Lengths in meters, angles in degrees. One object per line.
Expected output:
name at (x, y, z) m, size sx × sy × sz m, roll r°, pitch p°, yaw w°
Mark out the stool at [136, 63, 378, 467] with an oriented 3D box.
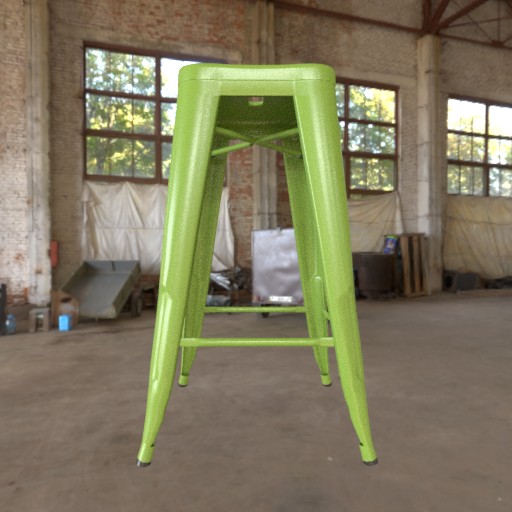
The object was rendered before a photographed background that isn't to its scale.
stool at (0.000, 0.000, 0.836) m, size 0.358 × 0.609 × 0.398 m, roll 0°, pitch 1°, yaw 0°
